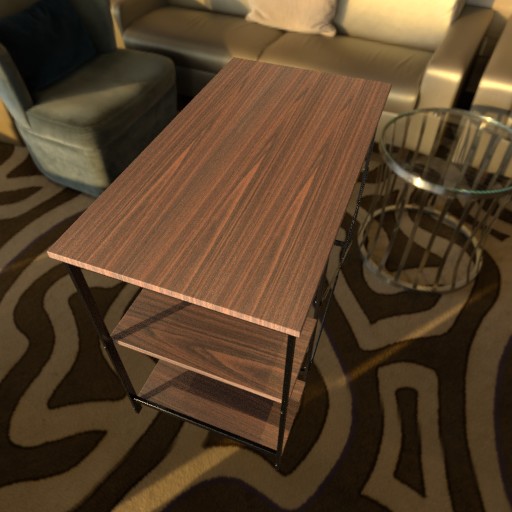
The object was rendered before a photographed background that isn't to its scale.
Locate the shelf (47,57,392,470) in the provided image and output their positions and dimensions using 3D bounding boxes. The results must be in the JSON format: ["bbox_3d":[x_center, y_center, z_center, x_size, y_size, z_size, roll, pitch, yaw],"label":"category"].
[{"bbox_3d":[0.000,0.000,1.334,0.498,0.750,0.902,16,49,14],"label":"shelf"}]
